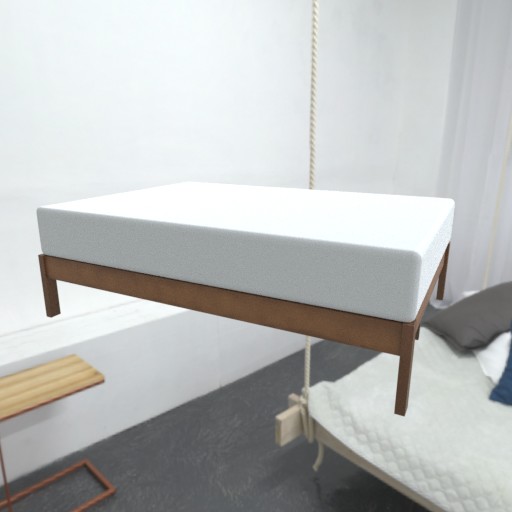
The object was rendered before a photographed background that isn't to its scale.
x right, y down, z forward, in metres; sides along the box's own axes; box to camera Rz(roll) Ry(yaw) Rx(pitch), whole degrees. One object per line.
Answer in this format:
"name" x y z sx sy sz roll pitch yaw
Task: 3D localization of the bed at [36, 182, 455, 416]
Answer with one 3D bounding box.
"bed" 0.000 0.000 2.528 1.927 0.616 1.348 8 18 27
